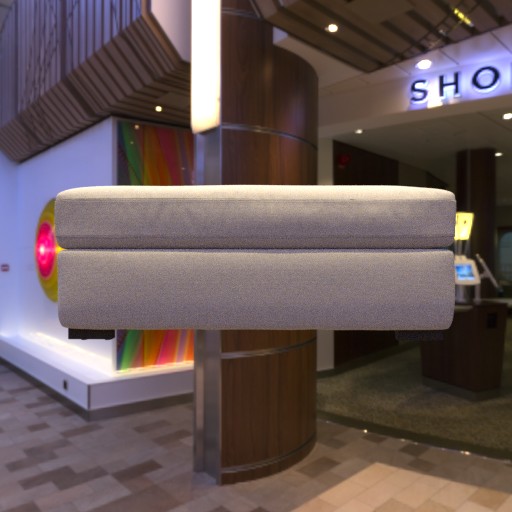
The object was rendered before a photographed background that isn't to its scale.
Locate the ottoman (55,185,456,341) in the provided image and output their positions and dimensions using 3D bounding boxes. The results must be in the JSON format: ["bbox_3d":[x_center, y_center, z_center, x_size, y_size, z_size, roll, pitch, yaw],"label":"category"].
[{"bbox_3d":[0.000,0.000,1.799,1.163,0.482,1.167,0,0,1],"label":"ottoman"}]
